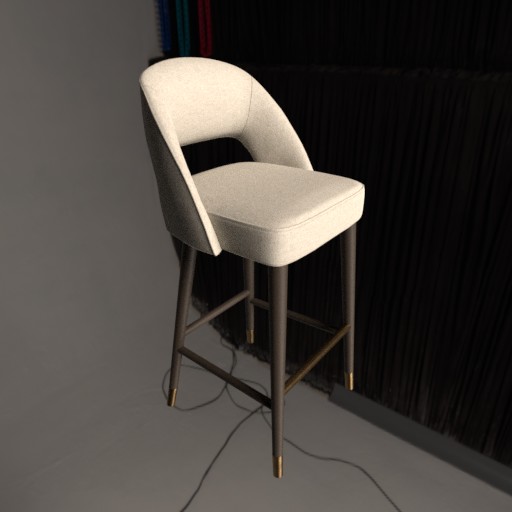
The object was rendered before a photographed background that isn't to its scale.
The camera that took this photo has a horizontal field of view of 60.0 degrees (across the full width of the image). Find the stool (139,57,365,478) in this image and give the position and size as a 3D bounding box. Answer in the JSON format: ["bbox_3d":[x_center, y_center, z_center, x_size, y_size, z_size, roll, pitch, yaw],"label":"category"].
[{"bbox_3d":[0.000,0.000,1.280,0.509,1.037,0.494,19,32,33],"label":"stool"}]
